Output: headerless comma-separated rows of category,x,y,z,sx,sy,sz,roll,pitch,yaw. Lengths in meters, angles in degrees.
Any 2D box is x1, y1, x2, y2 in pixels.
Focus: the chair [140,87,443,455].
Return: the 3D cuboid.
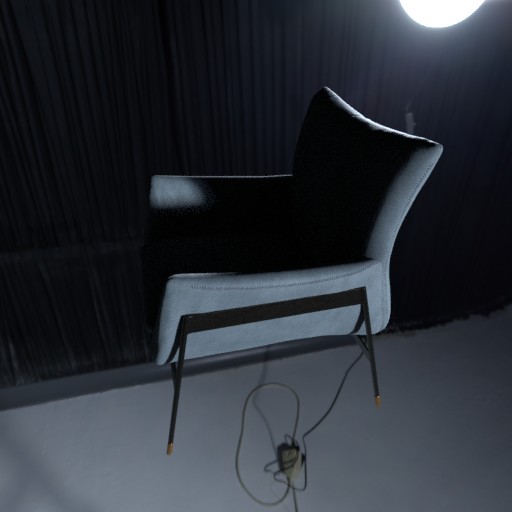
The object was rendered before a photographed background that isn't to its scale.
chair,0.000,0.000,1.386,0.709,0.858,0.678,-8,33,-13
